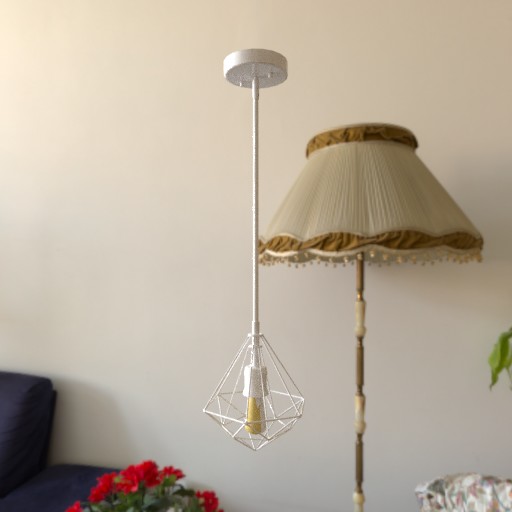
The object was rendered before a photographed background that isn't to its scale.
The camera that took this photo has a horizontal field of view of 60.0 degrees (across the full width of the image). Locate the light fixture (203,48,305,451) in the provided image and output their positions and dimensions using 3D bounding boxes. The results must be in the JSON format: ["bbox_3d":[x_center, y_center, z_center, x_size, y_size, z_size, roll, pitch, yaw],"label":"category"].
[{"bbox_3d":[0.000,0.000,2.023,0.487,1.764,0.431,0,-1,-20],"label":"light fixture"}]
